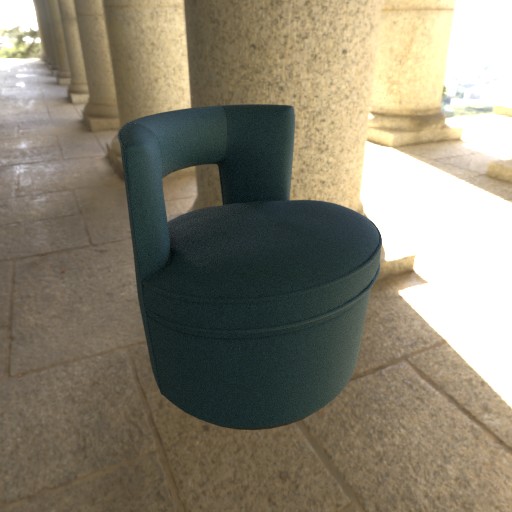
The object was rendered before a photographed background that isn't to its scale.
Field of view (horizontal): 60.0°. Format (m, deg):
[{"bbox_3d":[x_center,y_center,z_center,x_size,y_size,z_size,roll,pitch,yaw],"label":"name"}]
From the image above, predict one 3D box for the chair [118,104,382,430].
[{"bbox_3d":[0.000,0.000,1.220,0.660,0.711,0.684,18,32,31],"label":"chair"}]
